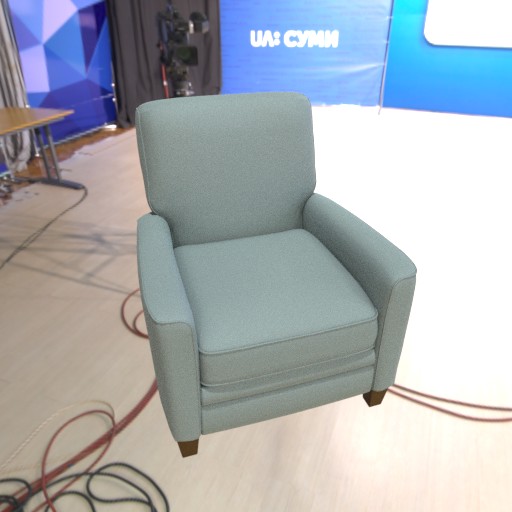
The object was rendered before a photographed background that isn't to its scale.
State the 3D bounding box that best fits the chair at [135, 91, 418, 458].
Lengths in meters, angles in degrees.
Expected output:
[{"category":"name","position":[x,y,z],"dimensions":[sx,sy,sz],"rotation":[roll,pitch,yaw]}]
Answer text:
[{"category":"chair","position":[0.000,0.000,1.629],"dimensions":[0.853,1.007,0.846],"rotation":[-9,32,-15]}]
